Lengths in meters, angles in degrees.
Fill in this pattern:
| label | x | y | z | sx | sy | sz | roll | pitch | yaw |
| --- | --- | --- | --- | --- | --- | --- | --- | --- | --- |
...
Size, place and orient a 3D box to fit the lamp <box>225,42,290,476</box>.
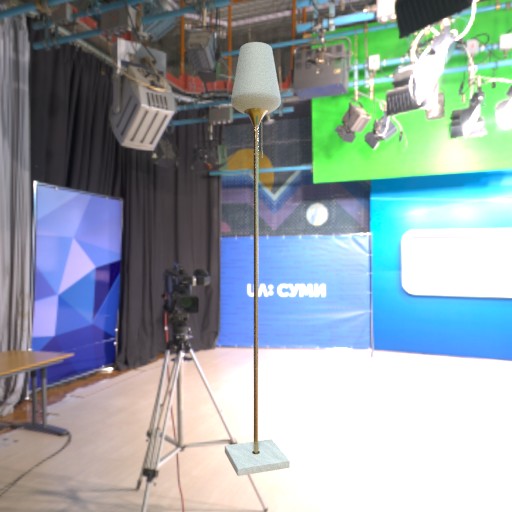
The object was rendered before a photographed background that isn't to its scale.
| label | x | y | z | sx | sy | sz | roll | pitch | yaw |
| --- | --- | --- | --- | --- | --- | --- | --- | --- | --- |
| lamp | 0.000 | 0.000 | 1.958 | 0.232 | 1.813 | 0.229 | 0 | 1 | -18 |
